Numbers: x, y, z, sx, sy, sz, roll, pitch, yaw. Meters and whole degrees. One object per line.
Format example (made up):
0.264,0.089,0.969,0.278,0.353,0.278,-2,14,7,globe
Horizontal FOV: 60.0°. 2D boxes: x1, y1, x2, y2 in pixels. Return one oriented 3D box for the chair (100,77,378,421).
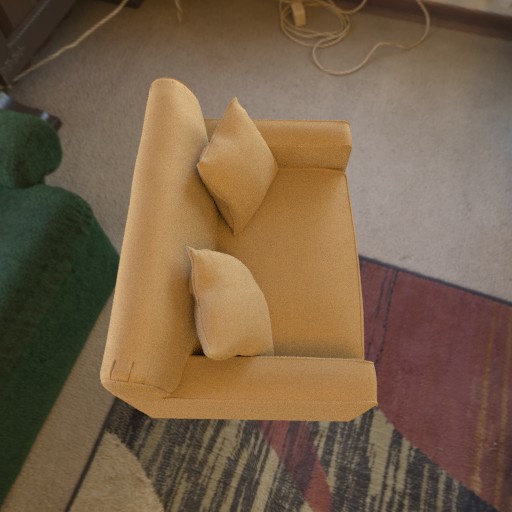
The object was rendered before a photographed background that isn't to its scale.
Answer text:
0.000,0.000,2.077,1.000,0.948,1.383,1,63,0,chair
